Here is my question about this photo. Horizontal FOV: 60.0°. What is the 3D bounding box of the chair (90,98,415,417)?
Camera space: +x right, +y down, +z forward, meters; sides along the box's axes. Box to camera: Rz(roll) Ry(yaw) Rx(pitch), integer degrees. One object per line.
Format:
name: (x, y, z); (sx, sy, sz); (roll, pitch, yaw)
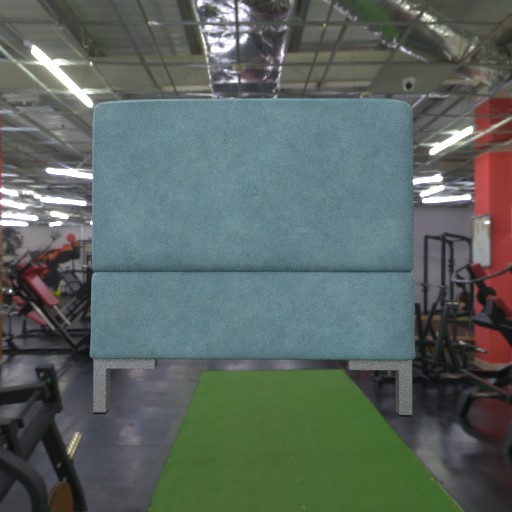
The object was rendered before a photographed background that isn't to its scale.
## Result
chair: (0.000, 0.000, 1.233); (0.691, 0.660, 0.684); (0, -1, 1)
